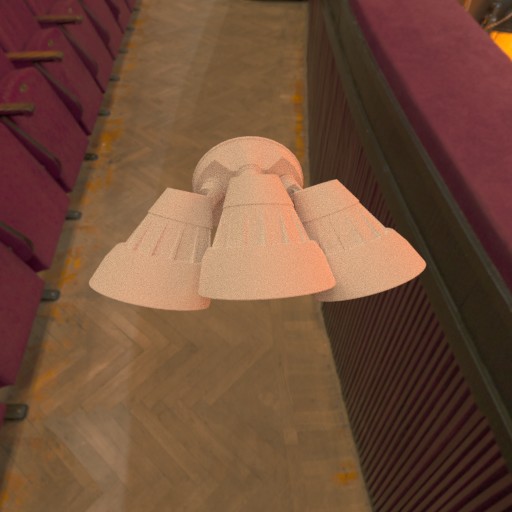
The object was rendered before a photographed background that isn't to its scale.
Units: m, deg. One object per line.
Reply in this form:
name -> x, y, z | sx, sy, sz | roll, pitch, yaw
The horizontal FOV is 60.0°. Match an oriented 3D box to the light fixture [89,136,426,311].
light fixture -> 0.000, 0.000, 0.549 | 0.369, 0.237, 0.278 | -3, 46, -3
